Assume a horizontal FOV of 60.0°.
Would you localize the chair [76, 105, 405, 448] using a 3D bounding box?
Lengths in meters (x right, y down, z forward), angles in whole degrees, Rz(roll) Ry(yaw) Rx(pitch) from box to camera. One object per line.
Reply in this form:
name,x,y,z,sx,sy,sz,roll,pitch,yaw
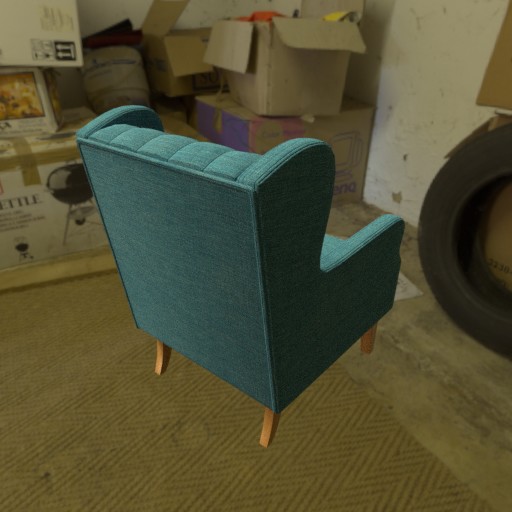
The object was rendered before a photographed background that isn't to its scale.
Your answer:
chair,0.000,0.000,1.472,0.711,0.952,0.775,21,36,33
